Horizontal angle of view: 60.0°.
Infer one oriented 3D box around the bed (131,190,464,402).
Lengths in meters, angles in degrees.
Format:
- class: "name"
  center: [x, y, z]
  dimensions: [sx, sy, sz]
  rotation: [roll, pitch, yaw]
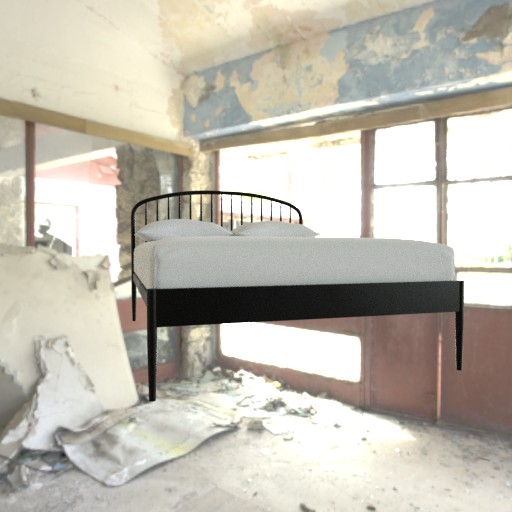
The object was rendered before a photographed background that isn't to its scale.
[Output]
- class: "bed"
  center: [0.000, 0.000, 3.091]
  dimensions: [1.618, 1.166, 2.159]
  rotation: [0, 1, -17]
